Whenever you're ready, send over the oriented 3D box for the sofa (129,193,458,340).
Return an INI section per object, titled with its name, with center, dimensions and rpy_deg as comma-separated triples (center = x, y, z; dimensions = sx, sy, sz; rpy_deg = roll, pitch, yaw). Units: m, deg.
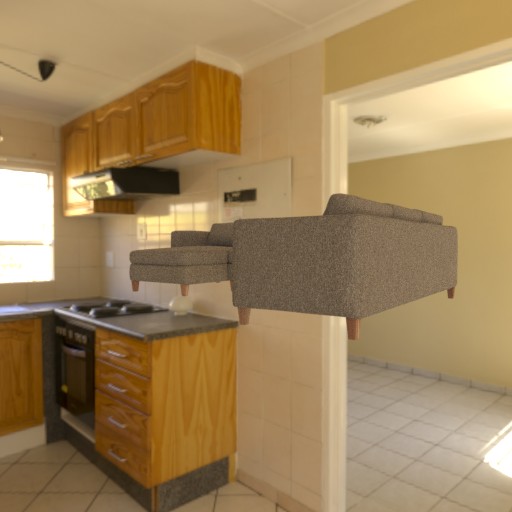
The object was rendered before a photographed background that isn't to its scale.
[sofa]
center = 0.000, 0.000, 4.393
dimensions = 3.238, 0.853, 2.551
rpy_deg = 1, 2, 36
